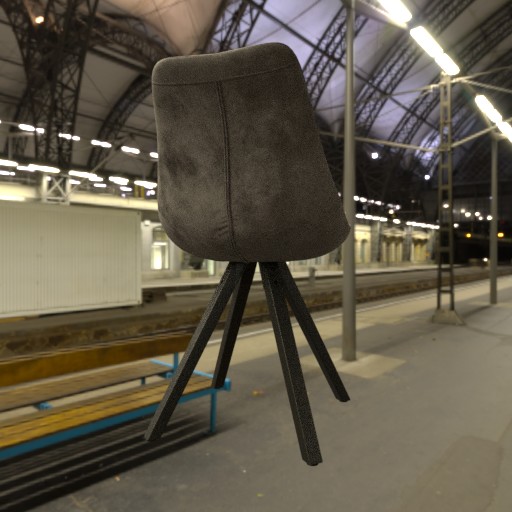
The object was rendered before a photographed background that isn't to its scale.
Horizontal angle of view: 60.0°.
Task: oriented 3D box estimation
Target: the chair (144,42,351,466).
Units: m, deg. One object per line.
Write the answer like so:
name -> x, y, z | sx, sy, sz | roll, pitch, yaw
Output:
chair -> 0.000, 0.000, 1.159 | 0.485, 0.850, 0.550 | 0, 0, 18
